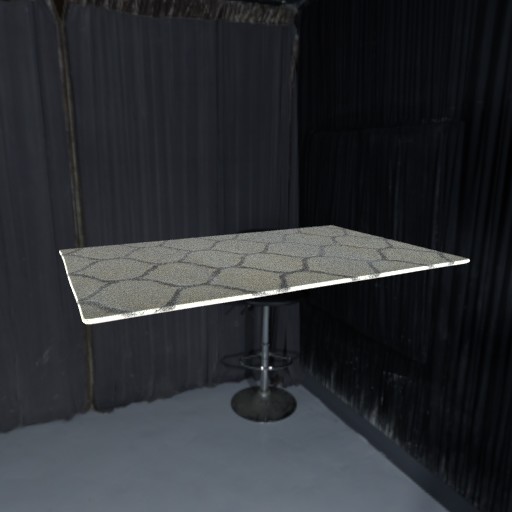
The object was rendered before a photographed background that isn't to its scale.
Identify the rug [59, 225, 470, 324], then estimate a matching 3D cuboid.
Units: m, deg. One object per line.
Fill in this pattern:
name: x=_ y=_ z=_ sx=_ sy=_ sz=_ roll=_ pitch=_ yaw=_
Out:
rug: x=0.000 y=0.000 z=2.986 sx=2.348 sy=0.024 sz=1.501 roll=-7 pitch=15 yaw=-26
